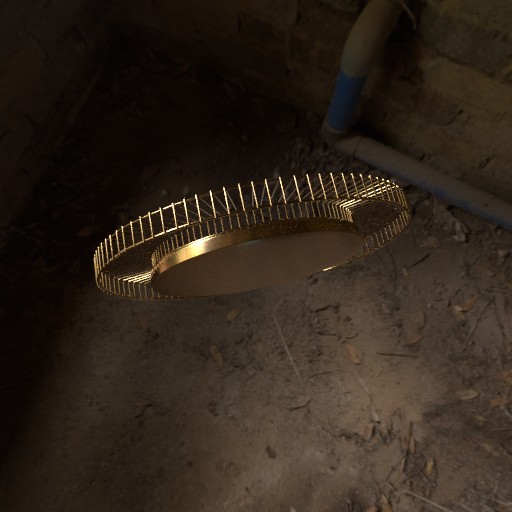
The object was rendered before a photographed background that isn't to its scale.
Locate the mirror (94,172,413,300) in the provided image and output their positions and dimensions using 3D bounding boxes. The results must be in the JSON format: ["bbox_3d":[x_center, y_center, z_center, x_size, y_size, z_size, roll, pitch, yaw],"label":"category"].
[{"bbox_3d":[0.000,0.000,1.027,0.703,0.703,0.067,-11,76,-3],"label":"mirror"}]
